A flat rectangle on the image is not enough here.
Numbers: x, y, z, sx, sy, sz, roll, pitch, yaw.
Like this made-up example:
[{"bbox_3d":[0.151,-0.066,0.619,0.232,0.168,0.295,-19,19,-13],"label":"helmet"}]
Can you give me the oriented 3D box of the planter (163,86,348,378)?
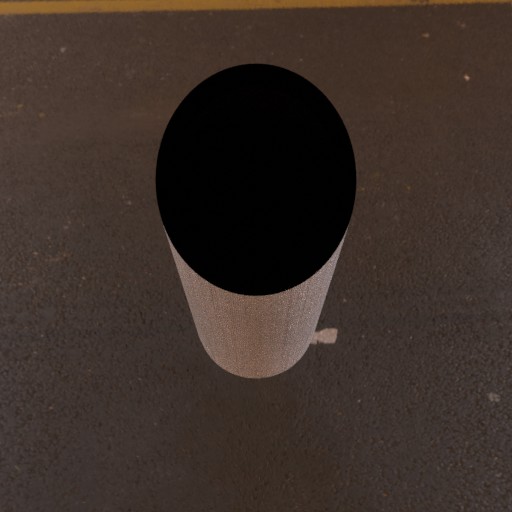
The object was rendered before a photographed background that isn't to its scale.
[{"bbox_3d":[0.000,0.000,0.130,0.045,0.103,0.045,32,65,17],"label":"planter"}]
